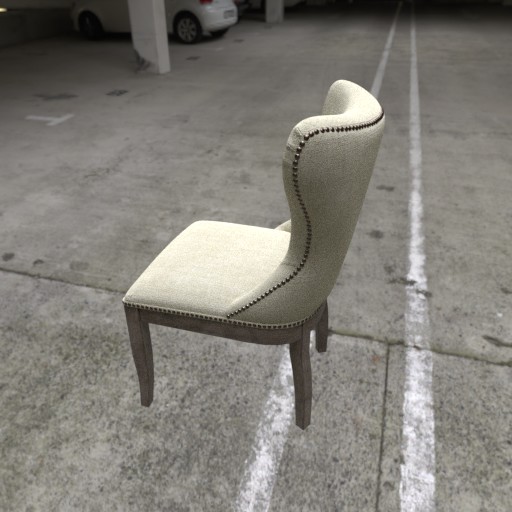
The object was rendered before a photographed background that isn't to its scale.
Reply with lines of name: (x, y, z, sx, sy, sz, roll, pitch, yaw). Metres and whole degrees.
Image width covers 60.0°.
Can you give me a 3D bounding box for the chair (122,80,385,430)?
chair: (0.000, 0.000, 1.423, 0.681, 1.002, 0.654, 8, 31, 14)
